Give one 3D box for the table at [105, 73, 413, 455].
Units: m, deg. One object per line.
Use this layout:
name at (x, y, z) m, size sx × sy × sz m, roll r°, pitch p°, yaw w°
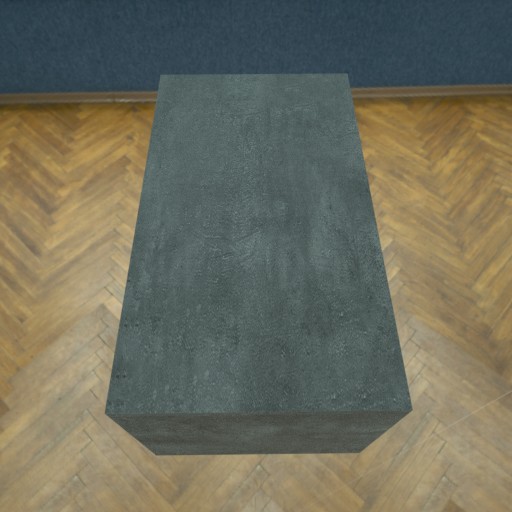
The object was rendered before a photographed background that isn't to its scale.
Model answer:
table at (0.000, 0.000, 0.909) m, size 0.400 × 0.350 × 0.700 m, roll -1°, pitch 58°, yaw 0°
